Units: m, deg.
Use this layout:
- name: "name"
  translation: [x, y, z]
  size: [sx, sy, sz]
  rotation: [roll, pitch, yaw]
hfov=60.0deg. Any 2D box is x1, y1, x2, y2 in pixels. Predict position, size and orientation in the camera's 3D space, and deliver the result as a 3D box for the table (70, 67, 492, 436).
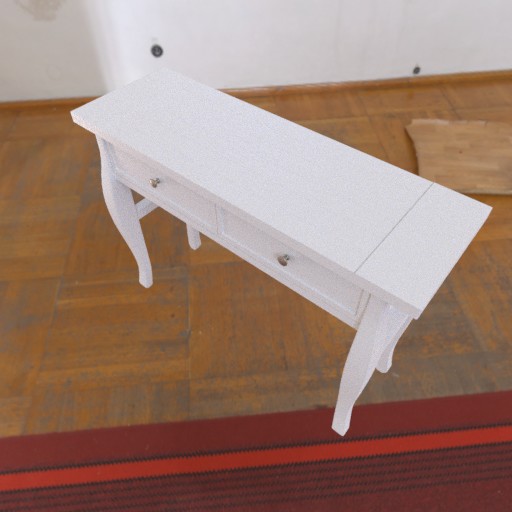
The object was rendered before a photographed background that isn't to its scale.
- name: "table"
  translation: [0.000, 0.000, 1.398]
  size: [1.062, 0.768, 0.373]
  rotation: [32, 55, 25]
